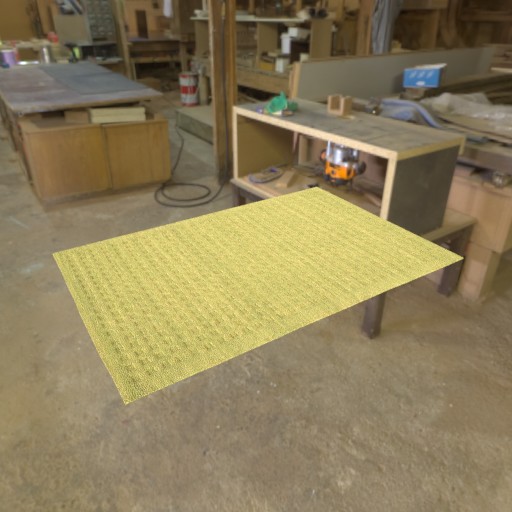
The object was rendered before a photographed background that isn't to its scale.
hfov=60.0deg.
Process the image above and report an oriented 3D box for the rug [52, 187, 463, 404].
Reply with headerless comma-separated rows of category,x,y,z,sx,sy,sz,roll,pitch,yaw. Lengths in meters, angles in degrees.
rug,0.000,0.000,2.962,2.297,0.007,1.529,-18,34,-28
